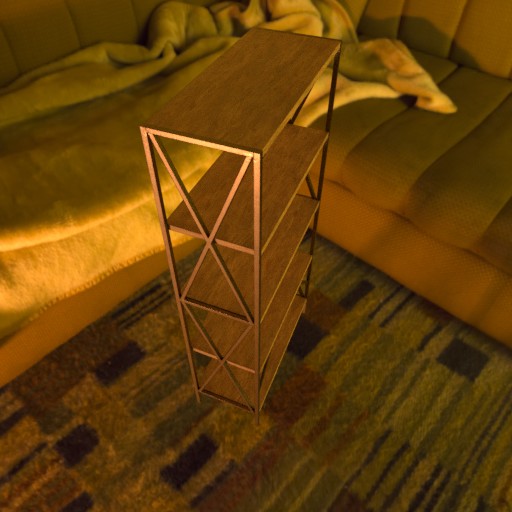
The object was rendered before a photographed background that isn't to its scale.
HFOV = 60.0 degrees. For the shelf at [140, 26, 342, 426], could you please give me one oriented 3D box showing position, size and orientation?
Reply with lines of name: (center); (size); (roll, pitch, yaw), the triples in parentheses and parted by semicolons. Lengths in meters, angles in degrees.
shelf: (0.000, 0.000, 2.192); (0.386, 1.803, 0.874); (17, 49, 15)
